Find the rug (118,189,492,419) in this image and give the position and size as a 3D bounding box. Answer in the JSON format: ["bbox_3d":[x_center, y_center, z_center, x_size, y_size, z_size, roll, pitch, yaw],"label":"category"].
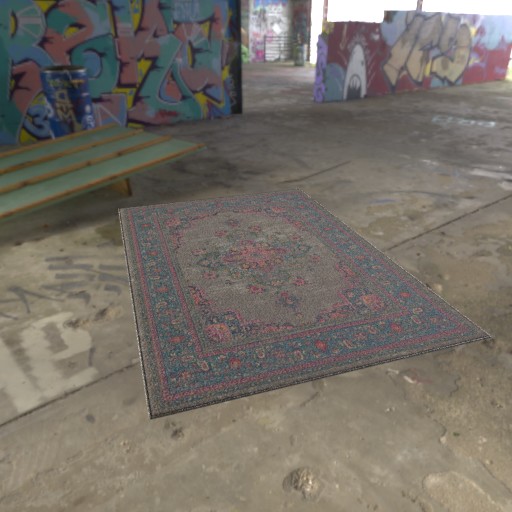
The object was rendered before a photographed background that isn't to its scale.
[{"bbox_3d":[0.000,0.000,3.574,2.005,0.013,2.890,-9,28,-16],"label":"rug"}]
